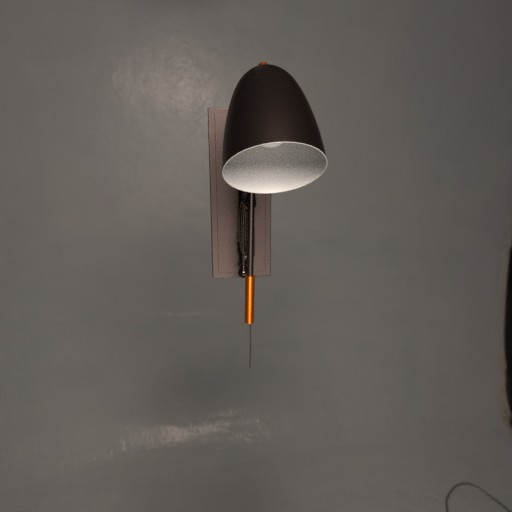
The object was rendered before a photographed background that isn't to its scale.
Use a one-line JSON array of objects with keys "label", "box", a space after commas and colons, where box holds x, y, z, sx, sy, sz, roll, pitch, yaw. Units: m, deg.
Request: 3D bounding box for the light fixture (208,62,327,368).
[{"label": "light fixture", "box": [0.000, 0.000, 0.908, 0.162, 0.715, 0.499, -3, 17, -9]}]
